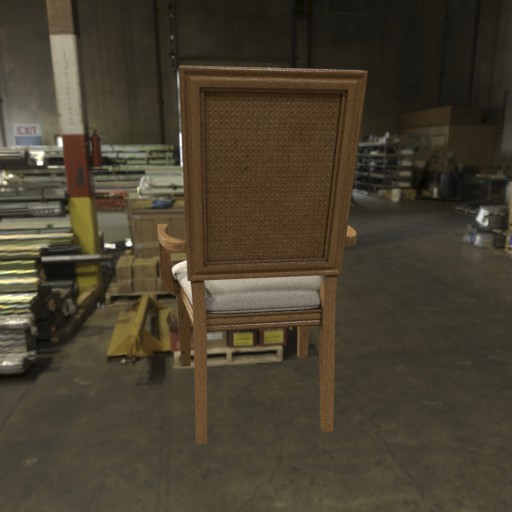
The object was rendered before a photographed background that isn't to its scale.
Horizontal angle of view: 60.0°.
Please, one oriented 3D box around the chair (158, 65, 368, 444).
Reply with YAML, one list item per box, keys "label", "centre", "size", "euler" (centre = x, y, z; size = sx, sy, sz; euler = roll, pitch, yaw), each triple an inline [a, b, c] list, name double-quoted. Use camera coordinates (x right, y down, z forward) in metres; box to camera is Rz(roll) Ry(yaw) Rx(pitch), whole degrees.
- label: "chair"
  centre: [0.000, 0.000, 1.365]
  size: [0.606, 0.990, 0.602]
  euler: [-2, 14, -8]
